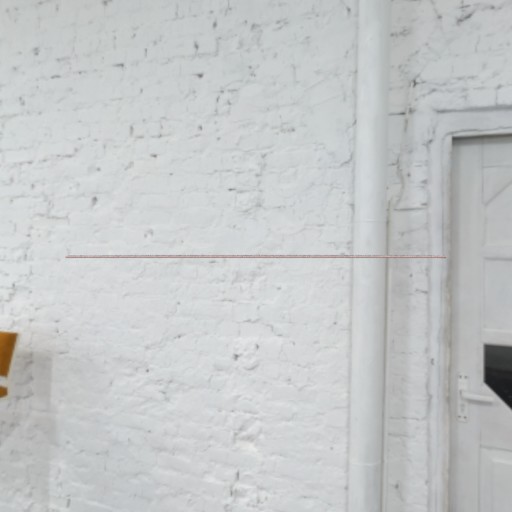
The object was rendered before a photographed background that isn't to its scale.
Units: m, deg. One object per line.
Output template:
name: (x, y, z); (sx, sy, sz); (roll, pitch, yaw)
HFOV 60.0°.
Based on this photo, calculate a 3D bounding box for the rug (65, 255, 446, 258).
rug: (0.000, 0.000, 2.322); (1.219, 0.009, 1.829); (0, 0, 0)
